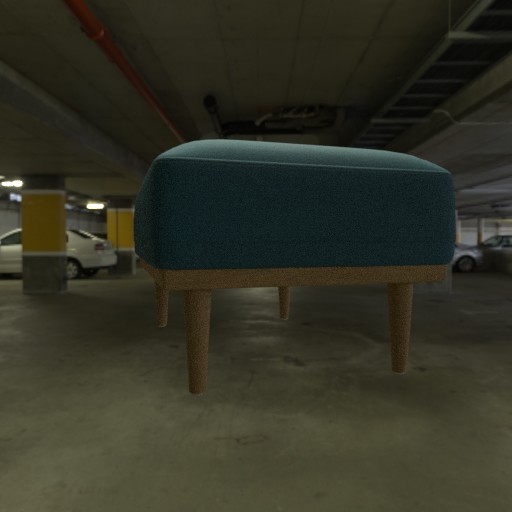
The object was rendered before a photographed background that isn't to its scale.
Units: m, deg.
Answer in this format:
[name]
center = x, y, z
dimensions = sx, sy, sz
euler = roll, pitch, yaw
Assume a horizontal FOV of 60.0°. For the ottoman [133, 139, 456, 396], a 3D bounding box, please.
[ottoman]
center = 0.000, 0.000, 1.066
dimensions = 0.549, 0.428, 0.749
euler = -1, 2, -17
